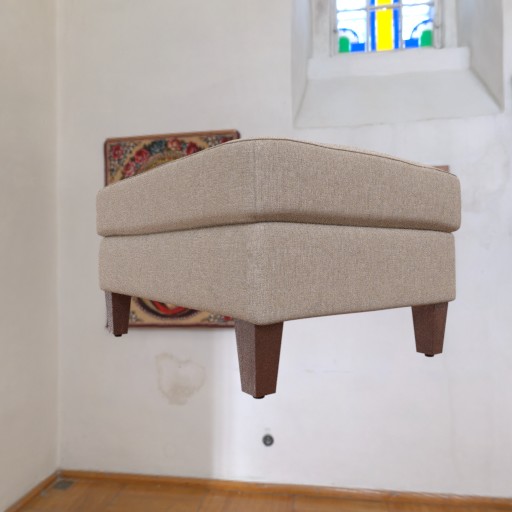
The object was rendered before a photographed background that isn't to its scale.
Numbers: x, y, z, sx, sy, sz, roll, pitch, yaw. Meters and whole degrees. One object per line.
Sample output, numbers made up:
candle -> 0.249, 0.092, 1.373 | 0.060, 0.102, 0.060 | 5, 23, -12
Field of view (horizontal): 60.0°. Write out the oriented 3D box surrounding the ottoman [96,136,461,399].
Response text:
ottoman -> 0.000, 0.000, 1.282 | 0.677, 0.519, 0.898 | 0, 0, -36
